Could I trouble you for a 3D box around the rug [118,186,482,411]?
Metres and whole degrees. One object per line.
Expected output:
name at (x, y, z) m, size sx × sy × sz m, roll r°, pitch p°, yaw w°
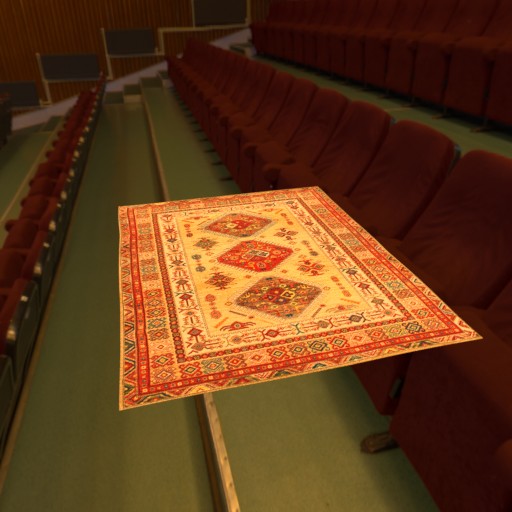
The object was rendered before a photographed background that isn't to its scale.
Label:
rug at (0.000, 0.000, 4.099) m, size 2.460 × 0.005 × 3.067 m, roll -8°, pitch 30°, yaw -13°
